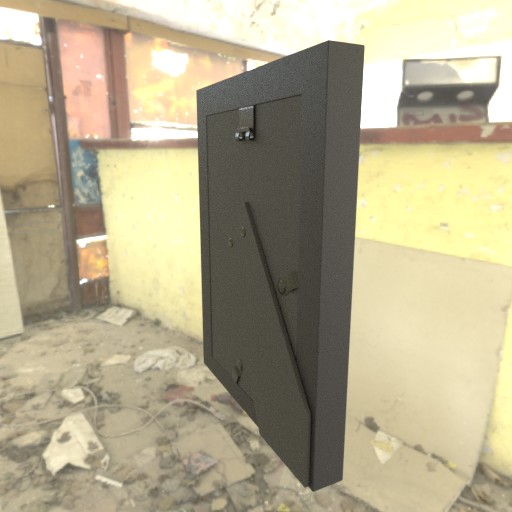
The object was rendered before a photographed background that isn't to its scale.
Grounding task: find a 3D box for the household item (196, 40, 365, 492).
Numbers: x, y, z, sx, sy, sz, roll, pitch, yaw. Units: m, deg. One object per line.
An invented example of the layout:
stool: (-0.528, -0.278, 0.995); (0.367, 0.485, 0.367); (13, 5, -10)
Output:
household item: (0.000, 0.000, 0.229); (0.022, 0.178, 0.133); (-7, 15, -26)
